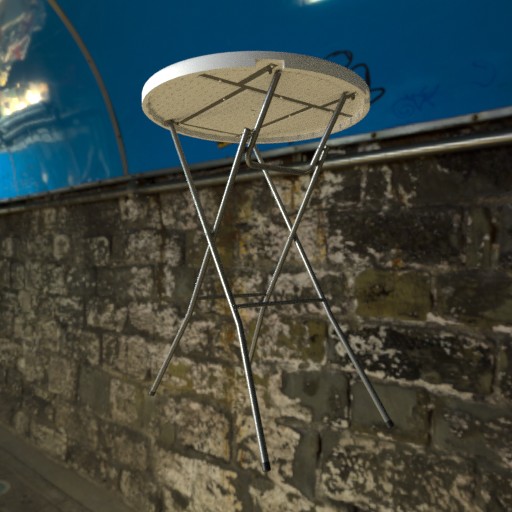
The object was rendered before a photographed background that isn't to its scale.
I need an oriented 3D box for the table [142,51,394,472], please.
[{"bbox_3d":[0.000,0.000,1.587,0.792,1.105,0.795,0,-1,-36],"label":"table"}]
